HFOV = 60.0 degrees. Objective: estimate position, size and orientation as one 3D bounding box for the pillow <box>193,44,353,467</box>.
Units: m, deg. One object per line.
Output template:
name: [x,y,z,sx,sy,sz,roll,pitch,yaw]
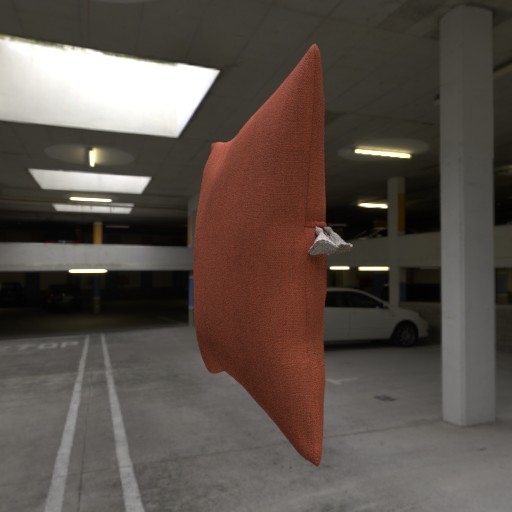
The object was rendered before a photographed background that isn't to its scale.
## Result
pillow: [0.000,0.000,0.730,0.165,0.482,0.490,0,-1,-20]
